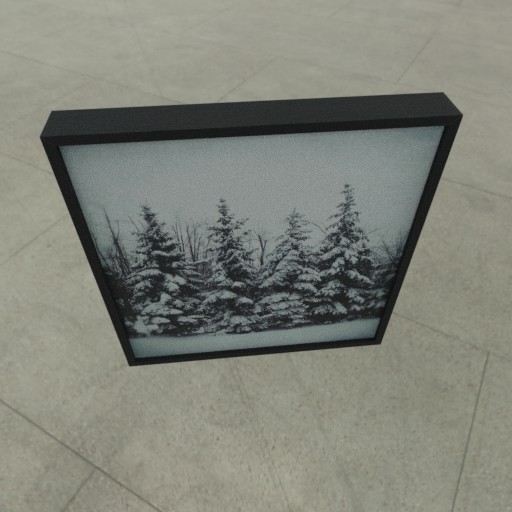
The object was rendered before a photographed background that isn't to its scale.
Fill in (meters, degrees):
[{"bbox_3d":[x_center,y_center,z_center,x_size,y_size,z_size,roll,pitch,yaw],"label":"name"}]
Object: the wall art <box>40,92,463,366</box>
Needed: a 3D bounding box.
[{"bbox_3d":[0.000,0.000,0.439,0.305,0.305,0.037,-4,46,-4],"label":"wall art"}]
